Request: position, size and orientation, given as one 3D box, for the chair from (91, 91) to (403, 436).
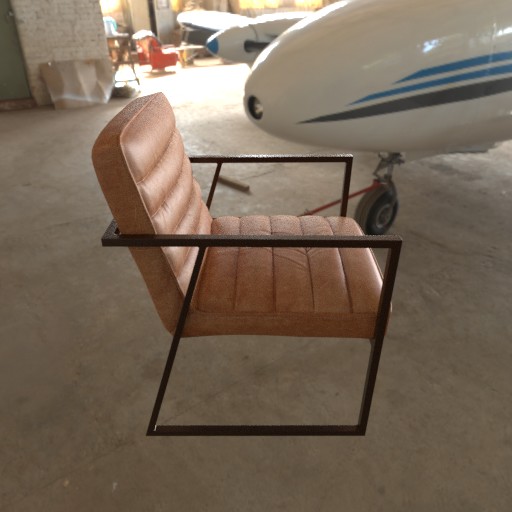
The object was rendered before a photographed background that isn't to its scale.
[{"bbox_3d":[0.000,0.000,1.268,0.677,0.832,0.571,0,31,0],"label":"chair"}]
